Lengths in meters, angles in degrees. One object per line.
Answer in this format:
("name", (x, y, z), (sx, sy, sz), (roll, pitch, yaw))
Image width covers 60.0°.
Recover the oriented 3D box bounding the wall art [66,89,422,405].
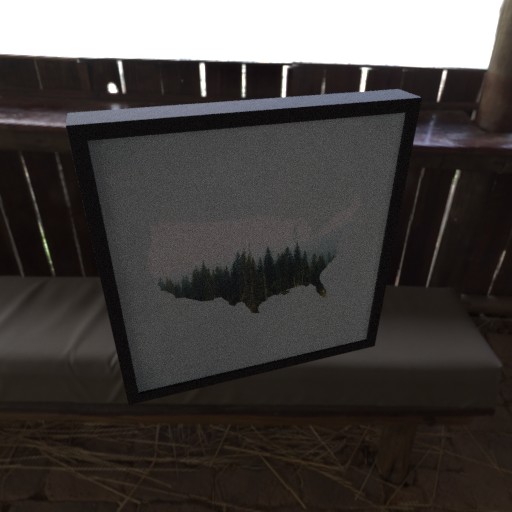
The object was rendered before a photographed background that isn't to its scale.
("wall art", (0.000, 0.000, 0.458), (0.304, 0.304, 0.038), (-10, 33, -15))
